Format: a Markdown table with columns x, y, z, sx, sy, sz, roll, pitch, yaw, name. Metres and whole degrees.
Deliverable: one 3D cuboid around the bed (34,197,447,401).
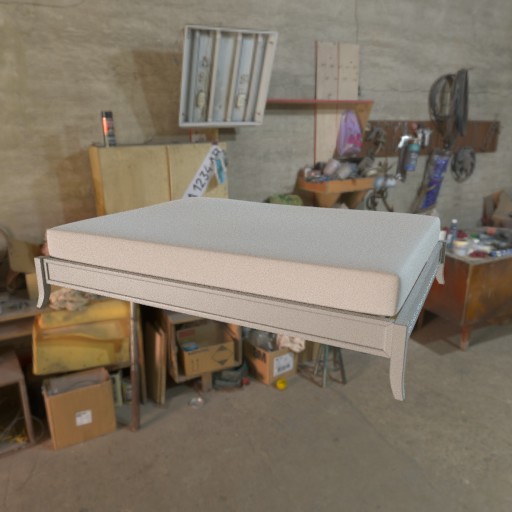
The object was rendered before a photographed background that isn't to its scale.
| x | y | z | sx | sy | sz | roll | pitch | yaw | name |
| --- | --- | --- | --- | --- | --- | --- | --- | --- | --- |
| 0.000 | 0.000 | 2.787 | 2.108 | 0.510 | 1.604 | 8 | 17 | 26 | bed |
